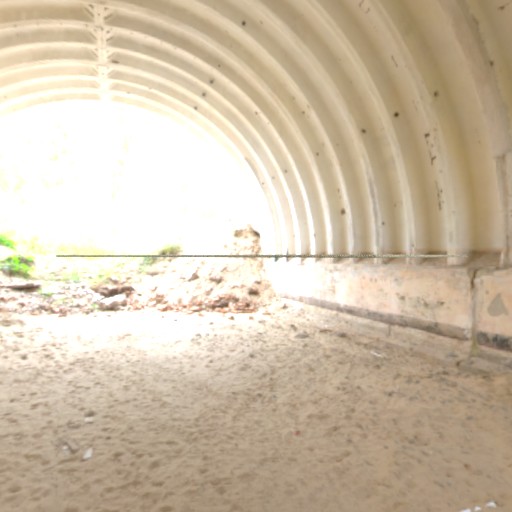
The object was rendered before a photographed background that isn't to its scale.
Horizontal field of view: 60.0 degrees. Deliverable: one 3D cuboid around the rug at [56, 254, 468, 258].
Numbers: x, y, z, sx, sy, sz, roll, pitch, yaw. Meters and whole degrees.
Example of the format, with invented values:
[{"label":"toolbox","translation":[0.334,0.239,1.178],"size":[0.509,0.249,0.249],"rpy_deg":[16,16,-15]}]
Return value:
[{"label":"rug","translation":[0.000,0.000,2.955],"size":[2.283,0.013,1.547],"rpy_deg":[0,0,37]}]
